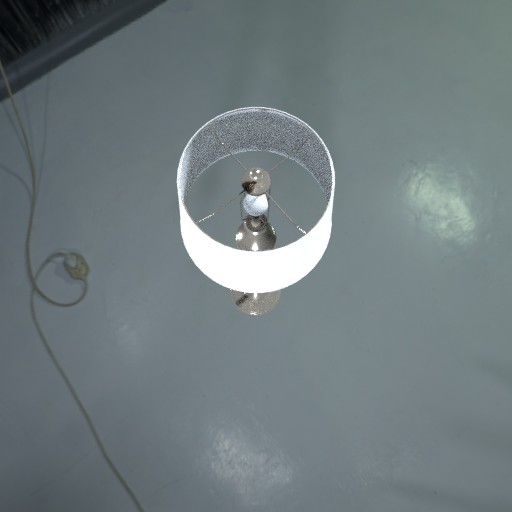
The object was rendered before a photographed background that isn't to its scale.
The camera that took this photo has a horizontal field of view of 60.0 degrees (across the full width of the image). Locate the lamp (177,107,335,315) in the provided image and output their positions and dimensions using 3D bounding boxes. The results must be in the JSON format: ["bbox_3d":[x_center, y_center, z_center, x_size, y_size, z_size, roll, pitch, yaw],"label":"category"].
[{"bbox_3d":[0.000,0.000,1.686,0.431,1.488,0.431,0,76,0],"label":"lamp"}]
